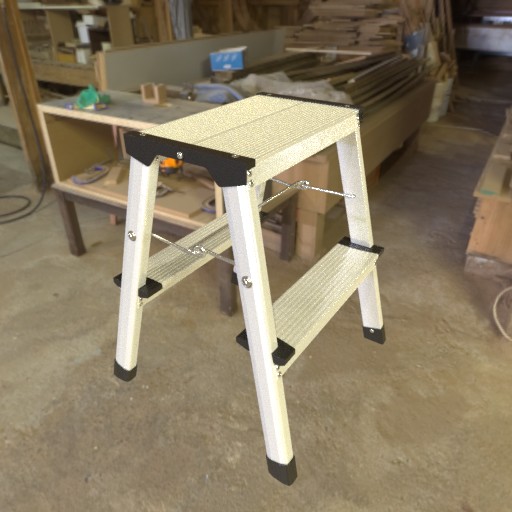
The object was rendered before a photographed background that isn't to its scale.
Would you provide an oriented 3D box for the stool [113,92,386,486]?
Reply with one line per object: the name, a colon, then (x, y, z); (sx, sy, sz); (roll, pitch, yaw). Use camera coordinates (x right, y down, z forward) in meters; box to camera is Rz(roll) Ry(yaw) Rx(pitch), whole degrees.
stool: (0.000, 0.000, 0.784); (0.405, 0.480, 0.404); (20, 37, 29)
